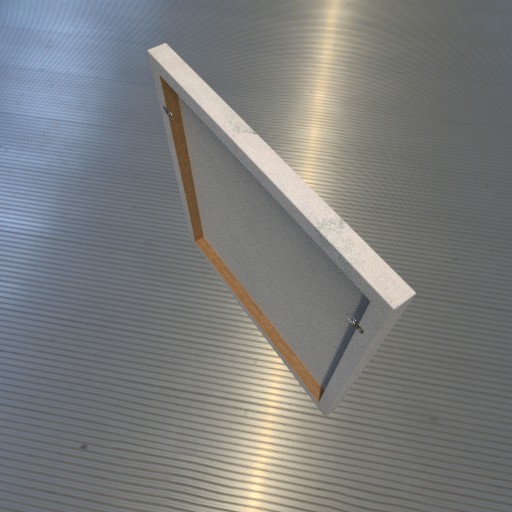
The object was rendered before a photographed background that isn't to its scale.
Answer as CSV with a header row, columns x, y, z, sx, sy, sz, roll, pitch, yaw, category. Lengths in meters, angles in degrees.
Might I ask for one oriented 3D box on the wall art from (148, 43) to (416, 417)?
x,y,z,sx,sy,sz,roll,pitch,yaw,category
0.000,0.000,0.918,0.040,0.612,0.612,-31,64,-18,wall art
